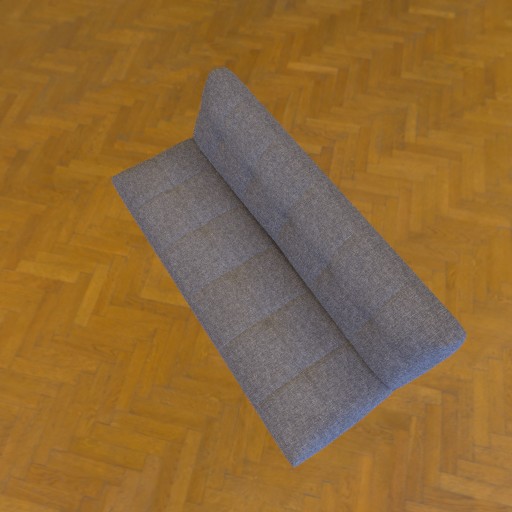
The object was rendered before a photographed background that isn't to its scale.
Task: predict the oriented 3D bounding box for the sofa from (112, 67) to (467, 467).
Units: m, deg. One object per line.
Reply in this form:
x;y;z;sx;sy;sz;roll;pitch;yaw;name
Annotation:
0.000;0.000;2.262;0.820;0.770;1.820;-31;67;-14;sofa
